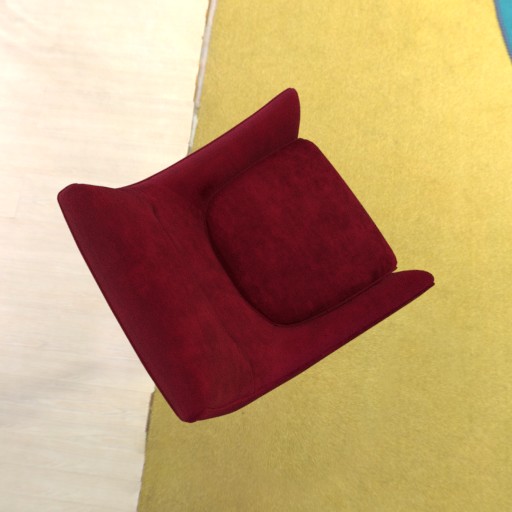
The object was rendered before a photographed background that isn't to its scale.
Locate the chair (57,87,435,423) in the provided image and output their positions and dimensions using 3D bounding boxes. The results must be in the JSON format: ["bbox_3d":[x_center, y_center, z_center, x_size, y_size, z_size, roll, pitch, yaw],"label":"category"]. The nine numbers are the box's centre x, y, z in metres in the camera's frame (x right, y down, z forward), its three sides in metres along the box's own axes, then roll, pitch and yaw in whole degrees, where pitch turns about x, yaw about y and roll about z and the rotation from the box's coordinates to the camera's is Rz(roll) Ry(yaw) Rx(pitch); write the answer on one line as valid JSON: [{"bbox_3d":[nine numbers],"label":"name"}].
[{"bbox_3d":[0.000,0.000,1.427,0.787,0.838,0.762,-32,79,-7],"label":"chair"}]
